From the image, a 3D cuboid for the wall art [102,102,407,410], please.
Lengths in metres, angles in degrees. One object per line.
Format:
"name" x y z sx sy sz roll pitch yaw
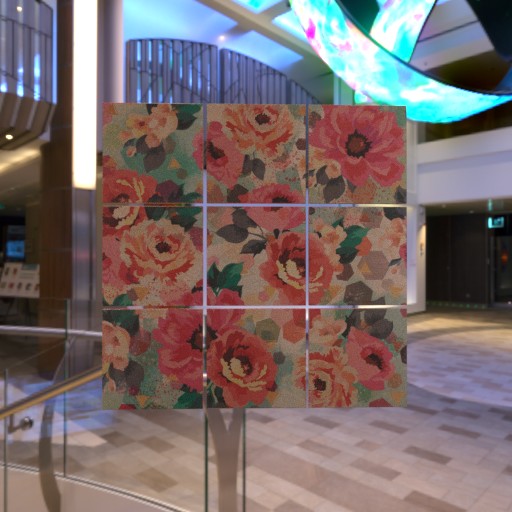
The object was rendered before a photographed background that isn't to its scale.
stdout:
"wall art" 0.000 0.000 1.332 0.911 0.910 0.012 0 0 -2
